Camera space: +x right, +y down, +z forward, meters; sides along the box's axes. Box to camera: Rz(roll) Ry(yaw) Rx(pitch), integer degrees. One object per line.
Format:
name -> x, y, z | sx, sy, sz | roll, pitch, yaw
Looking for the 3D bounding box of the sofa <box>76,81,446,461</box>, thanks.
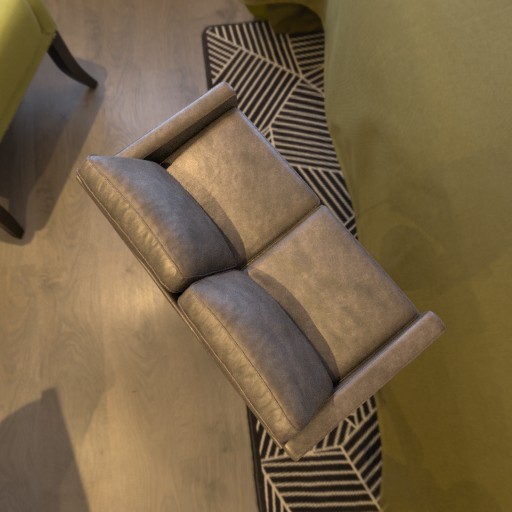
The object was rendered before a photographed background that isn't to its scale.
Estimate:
sofa -> 0.000, 0.000, 2.267 | 0.939, 0.916, 1.732 | -38, 79, -9
